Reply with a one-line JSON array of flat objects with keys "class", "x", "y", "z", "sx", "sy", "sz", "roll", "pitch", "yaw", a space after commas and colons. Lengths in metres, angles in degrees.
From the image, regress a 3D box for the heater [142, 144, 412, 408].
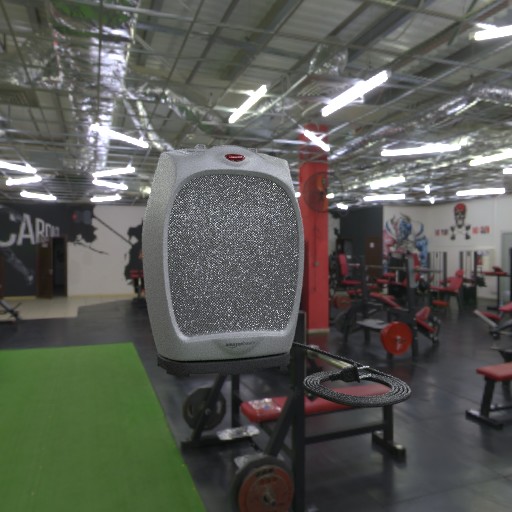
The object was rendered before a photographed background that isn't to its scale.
[{"class": "heater", "x": 0.000, "y": 0.000, "z": 0.490, "sx": 0.239, "sy": 0.255, "sz": 0.291, "roll": 0, "pitch": 1, "yaw": -18}]
